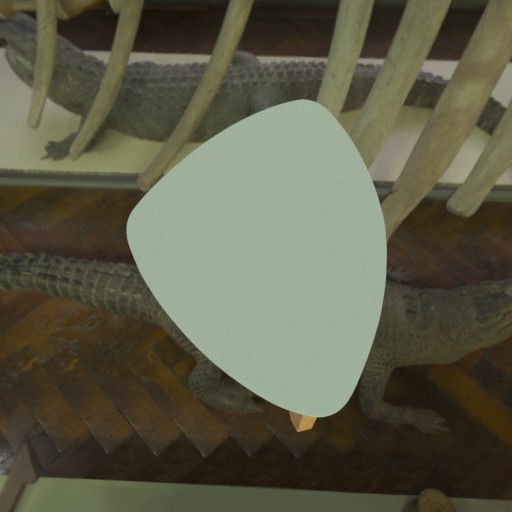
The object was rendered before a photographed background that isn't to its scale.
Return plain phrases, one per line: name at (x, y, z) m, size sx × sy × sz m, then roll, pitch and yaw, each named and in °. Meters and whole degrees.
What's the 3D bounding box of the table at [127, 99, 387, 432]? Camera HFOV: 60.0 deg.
table at (0.000, 0.000, 1.655) m, size 0.850 × 0.440 × 1.250 m, roll 1°, pitch 57°, yaw 1°
